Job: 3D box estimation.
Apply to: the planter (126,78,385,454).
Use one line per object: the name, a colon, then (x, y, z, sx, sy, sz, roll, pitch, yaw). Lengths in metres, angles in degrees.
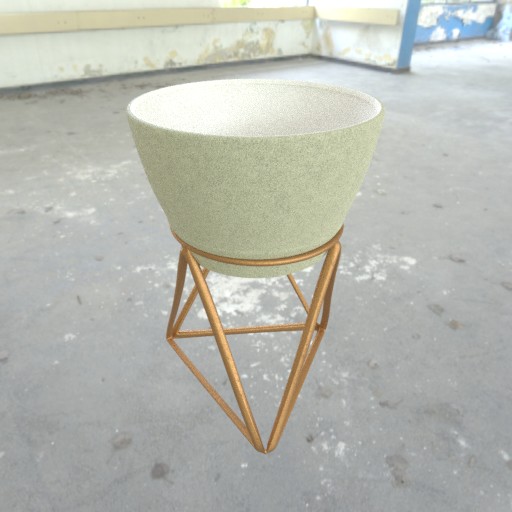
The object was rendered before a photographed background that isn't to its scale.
planter: (0.000, 0.000, 0.746, 0.350, 0.504, 0.350, -21, 37, -31)
